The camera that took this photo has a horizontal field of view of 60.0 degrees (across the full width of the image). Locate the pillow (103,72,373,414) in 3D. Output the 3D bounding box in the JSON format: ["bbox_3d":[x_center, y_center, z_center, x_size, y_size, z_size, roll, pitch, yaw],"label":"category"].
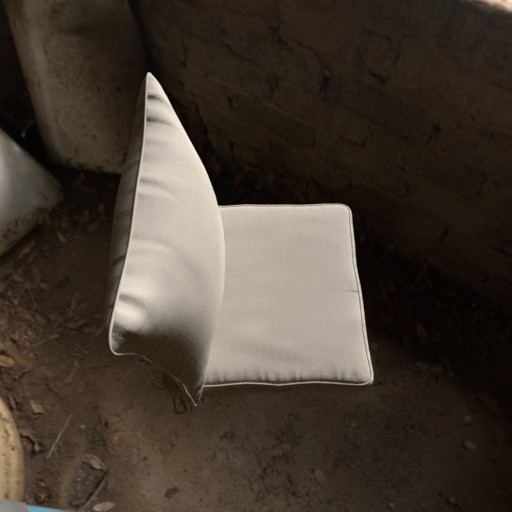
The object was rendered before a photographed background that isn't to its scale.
[{"bbox_3d":[0.000,0.000,1.320,0.733,0.716,0.798,-1,62,0],"label":"pillow"}]
